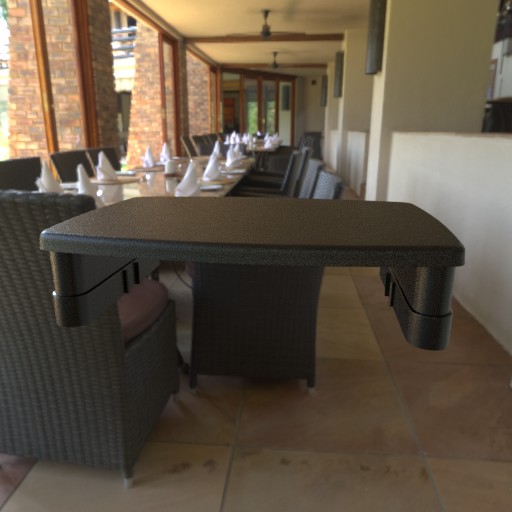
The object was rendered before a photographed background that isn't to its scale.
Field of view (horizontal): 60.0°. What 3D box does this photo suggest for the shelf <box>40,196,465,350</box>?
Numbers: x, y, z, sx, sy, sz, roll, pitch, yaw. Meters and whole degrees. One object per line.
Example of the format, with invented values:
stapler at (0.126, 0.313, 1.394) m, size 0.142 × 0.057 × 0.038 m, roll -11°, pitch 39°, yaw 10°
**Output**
shelf at (0.000, 0.000, 0.524) m, size 0.410 × 0.100 × 0.280 m, roll 2°, pitch 16°, yaw 8°
